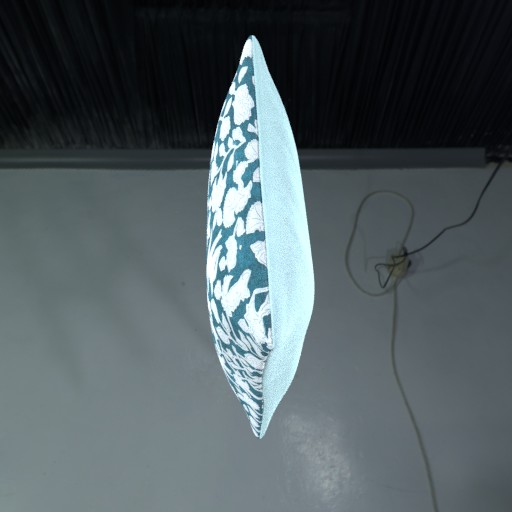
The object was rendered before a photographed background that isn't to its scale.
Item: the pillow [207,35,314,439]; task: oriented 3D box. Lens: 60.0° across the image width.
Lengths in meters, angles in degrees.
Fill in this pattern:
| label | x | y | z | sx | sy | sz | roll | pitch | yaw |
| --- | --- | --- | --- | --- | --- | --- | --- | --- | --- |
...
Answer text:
| label | x | y | z | sx | sy | sz | roll | pitch | yaw |
| --- | --- | --- | --- | --- | --- | --- | --- | --- | --- |
| pillow | 0.000 | 0.000 | 0.785 | 0.166 | 0.508 | 0.525 | -2 | 58 | -1 |
